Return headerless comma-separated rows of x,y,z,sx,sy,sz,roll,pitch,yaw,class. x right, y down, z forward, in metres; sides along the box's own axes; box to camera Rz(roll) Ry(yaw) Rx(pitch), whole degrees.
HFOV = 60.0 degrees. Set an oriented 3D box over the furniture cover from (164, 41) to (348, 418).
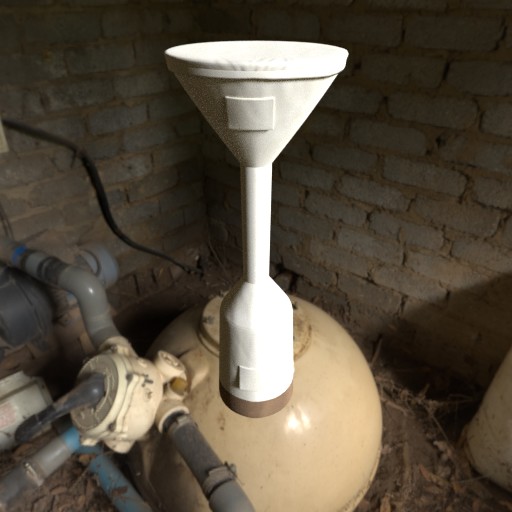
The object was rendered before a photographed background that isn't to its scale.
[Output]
0.000,0.000,2.838,0.914,2.413,0.914,1,31,2,furniture cover
